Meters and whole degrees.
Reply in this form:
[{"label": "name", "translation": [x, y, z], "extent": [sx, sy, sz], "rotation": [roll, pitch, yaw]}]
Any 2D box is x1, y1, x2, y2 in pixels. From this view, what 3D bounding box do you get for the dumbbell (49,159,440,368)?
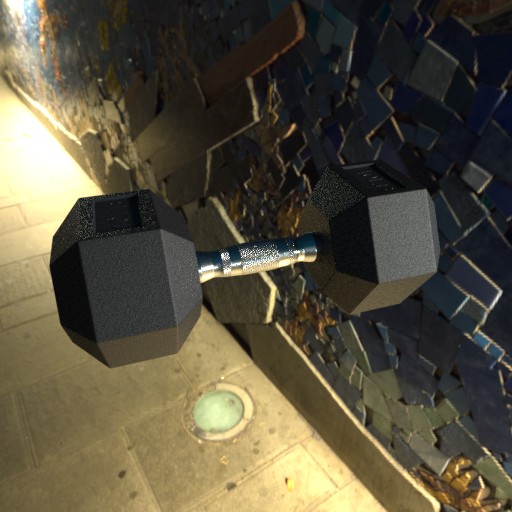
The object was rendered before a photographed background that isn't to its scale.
[{"label": "dumbbell", "translation": [0.000, 0.000, 0.440], "extent": [0.361, 0.137, 0.157], "rotation": [-10, 34, -15]}]
